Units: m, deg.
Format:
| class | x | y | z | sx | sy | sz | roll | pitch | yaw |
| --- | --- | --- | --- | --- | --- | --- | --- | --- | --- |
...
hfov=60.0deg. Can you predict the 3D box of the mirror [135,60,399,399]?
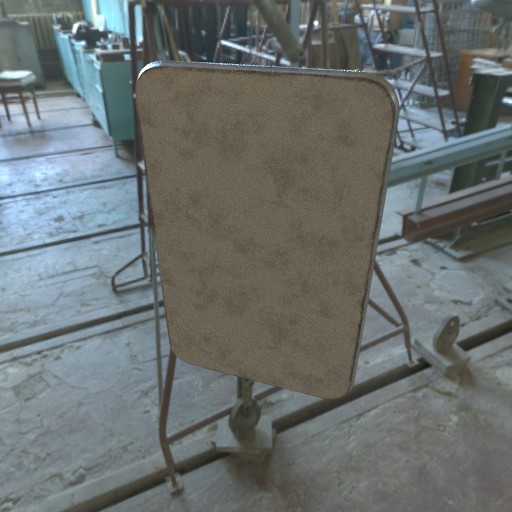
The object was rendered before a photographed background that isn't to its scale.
| class | x | y | z | sx | sy | sz | roll | pitch | yaw |
| --- | --- | --- | --- | --- | --- | --- | --- | --- | --- |
| mirror | 0.000 | 0.000 | 0.895 | 0.461 | 0.713 | 0.024 | 10 | 33 | 16 |
